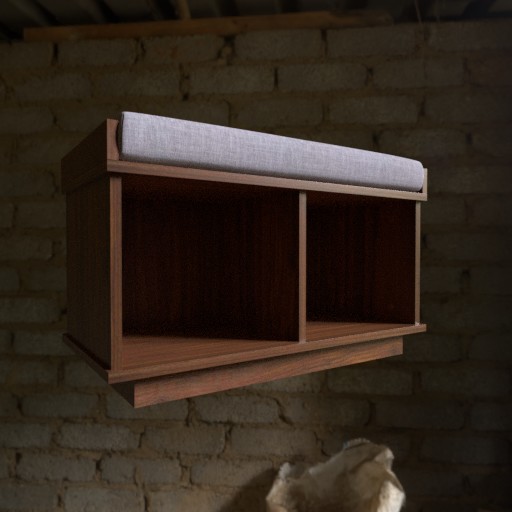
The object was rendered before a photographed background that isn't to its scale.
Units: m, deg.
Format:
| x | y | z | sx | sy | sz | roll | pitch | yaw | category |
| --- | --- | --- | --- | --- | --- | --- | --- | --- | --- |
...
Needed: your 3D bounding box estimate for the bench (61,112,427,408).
| x | y | z | sx | sy | sz | roll | pitch | yaw | category |
| --- | --- | --- | --- | --- | --- | --- | --- | --- | --- |
| 0.000 | 0.000 | 0.978 | 0.734 | 0.461 | 0.362 | -1 | 1 | -34 | bench |
